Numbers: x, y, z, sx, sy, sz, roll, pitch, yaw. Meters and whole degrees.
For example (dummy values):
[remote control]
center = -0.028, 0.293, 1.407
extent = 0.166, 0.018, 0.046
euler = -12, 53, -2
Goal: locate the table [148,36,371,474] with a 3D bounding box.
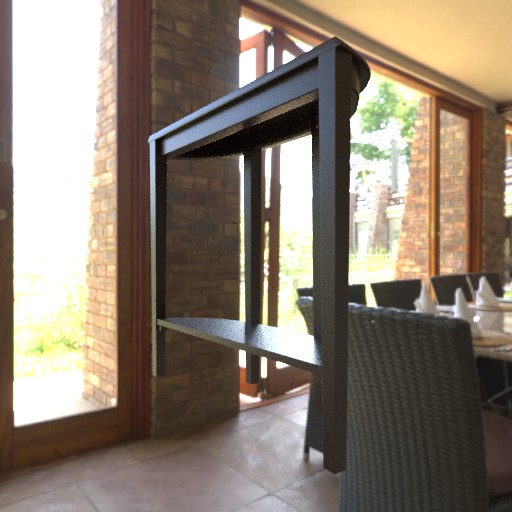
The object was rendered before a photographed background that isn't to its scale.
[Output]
[table]
center = 0.000, 0.000, 1.269
extent = 0.274, 0.831, 0.909
euler = 0, 0, -36
